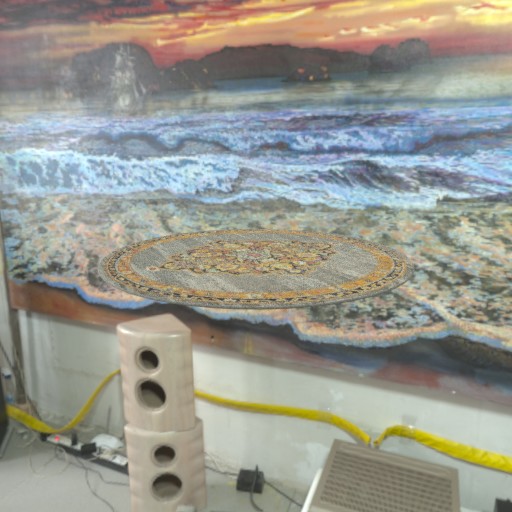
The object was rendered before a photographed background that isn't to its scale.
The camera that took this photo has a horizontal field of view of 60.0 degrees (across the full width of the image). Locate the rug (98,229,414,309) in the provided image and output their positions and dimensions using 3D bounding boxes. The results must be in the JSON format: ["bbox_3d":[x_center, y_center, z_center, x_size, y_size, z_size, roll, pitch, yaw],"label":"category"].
[{"bbox_3d":[0.000,0.000,3.526,2.382,0.014,2.382,0,14,0],"label":"rug"}]
